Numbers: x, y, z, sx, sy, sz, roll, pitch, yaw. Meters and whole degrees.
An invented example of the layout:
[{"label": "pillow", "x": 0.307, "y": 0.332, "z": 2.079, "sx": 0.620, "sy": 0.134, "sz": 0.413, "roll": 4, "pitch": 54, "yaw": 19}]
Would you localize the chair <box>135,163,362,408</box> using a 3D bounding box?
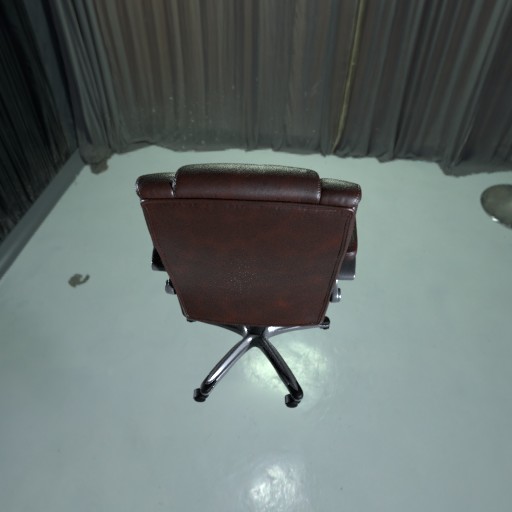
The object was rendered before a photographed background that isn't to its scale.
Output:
[{"label": "chair", "x": 0.000, "y": 0.000, "z": 1.565, "sx": 0.656, "sy": 1.128, "sz": 0.692, "roll": 3, "pitch": 46, "yaw": 3}]
